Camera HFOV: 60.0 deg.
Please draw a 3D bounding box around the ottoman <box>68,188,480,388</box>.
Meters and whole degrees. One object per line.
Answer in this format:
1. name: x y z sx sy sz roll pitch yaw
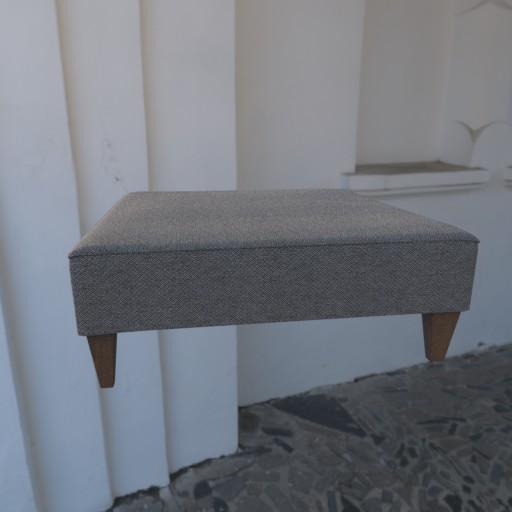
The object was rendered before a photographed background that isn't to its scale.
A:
1. ottoman: 0.000 0.000 1.503 0.970 0.378 0.981 -2 15 -8
